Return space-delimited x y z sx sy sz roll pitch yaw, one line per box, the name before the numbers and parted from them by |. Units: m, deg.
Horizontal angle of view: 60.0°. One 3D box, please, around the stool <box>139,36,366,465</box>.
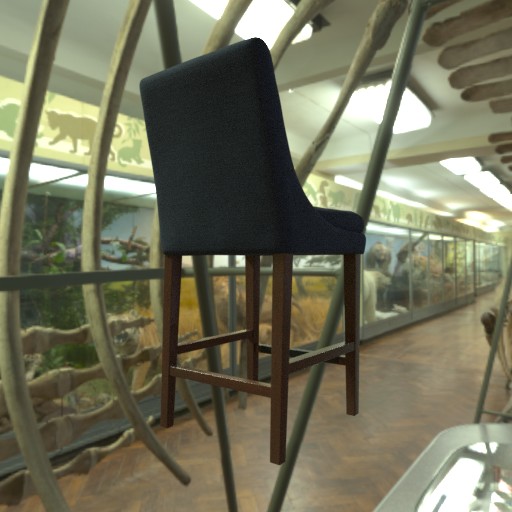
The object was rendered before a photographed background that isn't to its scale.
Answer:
stool | 0.000 0.000 1.306 0.470 0.981 0.577 -1 -1 37
